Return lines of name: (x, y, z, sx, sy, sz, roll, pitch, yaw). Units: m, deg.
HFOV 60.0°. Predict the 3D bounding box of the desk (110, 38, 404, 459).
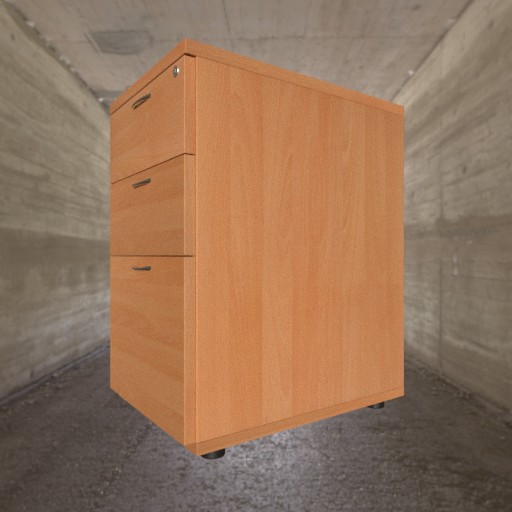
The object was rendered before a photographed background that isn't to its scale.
desk: (0.000, 0.000, 1.072, 0.600, 0.730, 0.404, 0, 0, -35)
